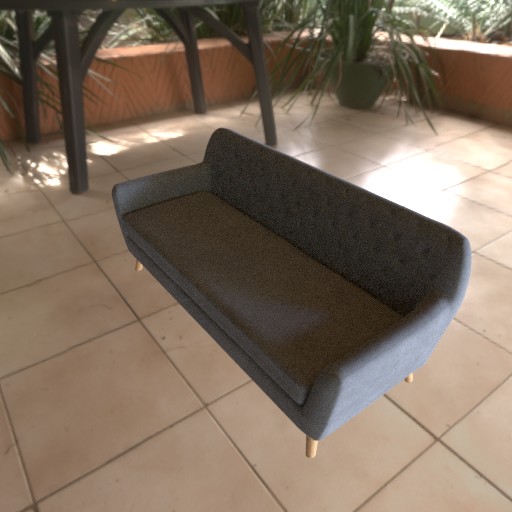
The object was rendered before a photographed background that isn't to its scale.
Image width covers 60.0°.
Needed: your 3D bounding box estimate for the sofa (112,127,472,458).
[{"bbox_3d":[0.000,0.000,2.396,0.830,0.830,1.970,-23,40,-30],"label":"sofa"}]
